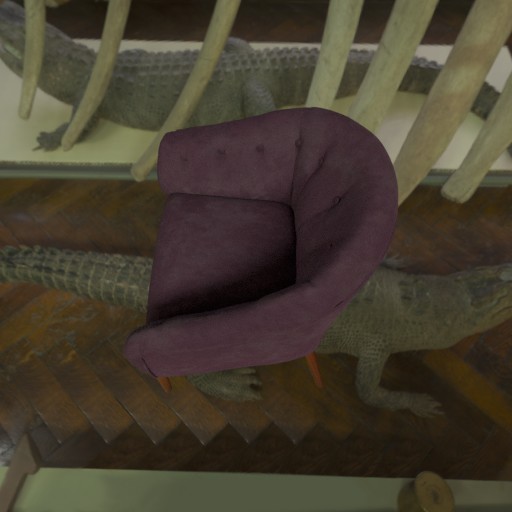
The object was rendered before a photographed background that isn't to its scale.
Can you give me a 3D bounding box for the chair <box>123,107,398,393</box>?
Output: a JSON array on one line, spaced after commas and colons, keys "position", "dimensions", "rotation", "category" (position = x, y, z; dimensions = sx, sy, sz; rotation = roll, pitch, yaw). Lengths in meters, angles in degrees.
[{"position": [0.000, 0.000, 1.542], "dimensions": [0.776, 0.885, 0.851], "rotation": [1, 58, 0], "category": "chair"}]
